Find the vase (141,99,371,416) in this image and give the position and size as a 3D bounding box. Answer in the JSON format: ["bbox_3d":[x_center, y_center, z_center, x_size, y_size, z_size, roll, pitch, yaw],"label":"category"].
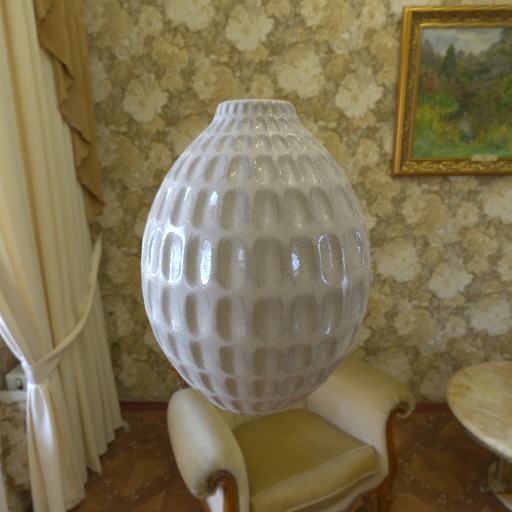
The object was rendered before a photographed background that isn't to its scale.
[{"bbox_3d":[0.000,0.000,0.253,0.128,0.167,0.128,0,14,0],"label":"vase"}]
